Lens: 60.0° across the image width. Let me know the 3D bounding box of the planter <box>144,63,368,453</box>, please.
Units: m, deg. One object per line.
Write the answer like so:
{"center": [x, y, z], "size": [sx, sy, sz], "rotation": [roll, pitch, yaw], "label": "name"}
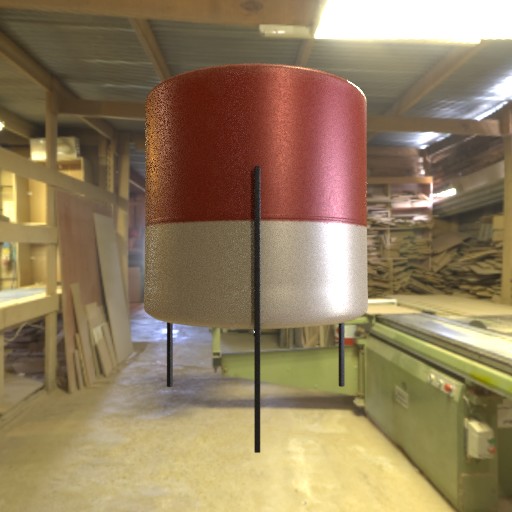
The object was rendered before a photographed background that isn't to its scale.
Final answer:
{"center": [0.000, 0.000, 0.699], "size": [0.345, 0.465, 0.354], "rotation": [0, 0, 0], "label": "planter"}
